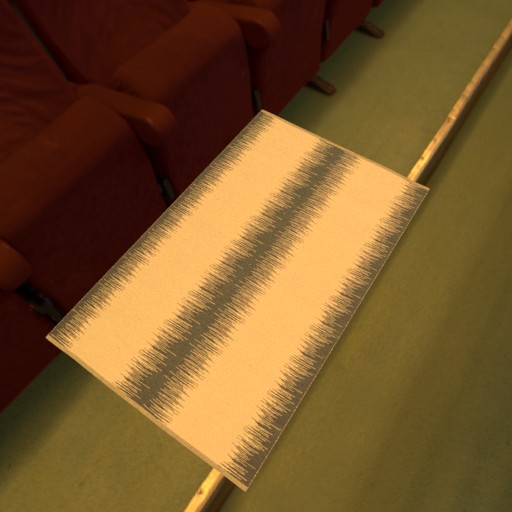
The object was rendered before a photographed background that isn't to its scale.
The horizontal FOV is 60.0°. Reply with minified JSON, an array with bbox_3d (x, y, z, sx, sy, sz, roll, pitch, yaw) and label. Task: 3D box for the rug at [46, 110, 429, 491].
[{"bbox_3d":[0.000,0.000,3.056,1.519,0.003,2.453,30,65,16],"label":"rug"}]
